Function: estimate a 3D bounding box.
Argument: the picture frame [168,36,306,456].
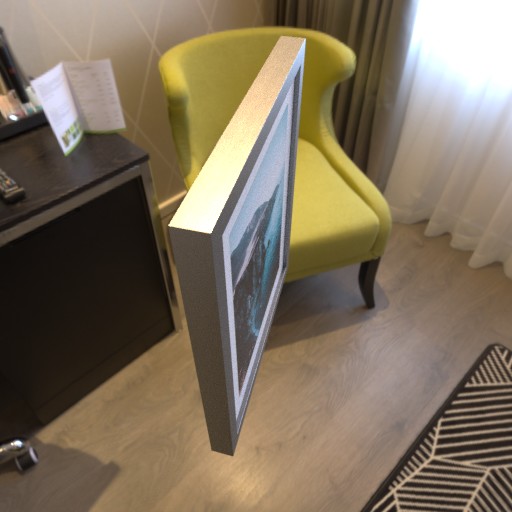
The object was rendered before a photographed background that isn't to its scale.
[{"bbox_3d":[0.000,0.000,1.338,0.073,0.968,0.839,11,47,10],"label":"picture frame"}]
